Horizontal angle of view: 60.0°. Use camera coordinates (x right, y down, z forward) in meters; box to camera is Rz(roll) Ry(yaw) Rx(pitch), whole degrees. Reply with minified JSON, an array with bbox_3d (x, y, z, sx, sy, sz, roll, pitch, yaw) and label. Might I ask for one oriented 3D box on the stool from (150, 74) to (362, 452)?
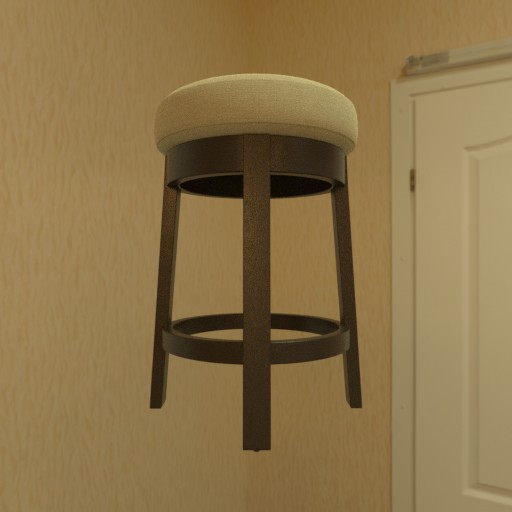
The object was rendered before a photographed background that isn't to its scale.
[{"bbox_3d":[0.000,0.000,0.958,0.449,0.655,0.449,0,0,0],"label":"stool"}]
